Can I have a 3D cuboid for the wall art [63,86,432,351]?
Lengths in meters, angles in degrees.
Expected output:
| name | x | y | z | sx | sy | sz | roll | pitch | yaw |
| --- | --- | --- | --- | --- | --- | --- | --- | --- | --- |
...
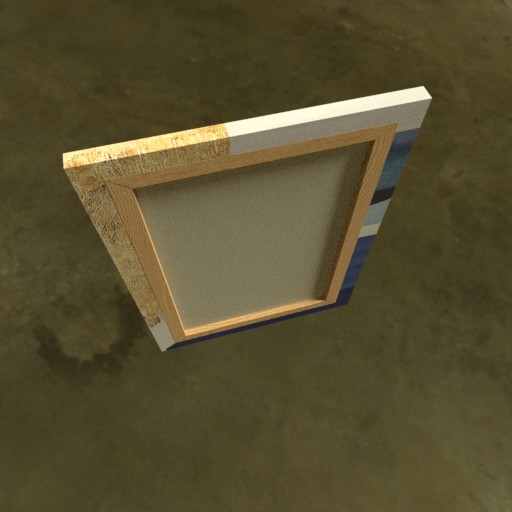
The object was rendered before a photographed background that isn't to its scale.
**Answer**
| name | x | y | z | sx | sy | sz | roll | pitch | yaw |
| --- | --- | --- | --- | --- | --- | --- | --- | --- | --- |
| wall art | 0.000 | 0.000 | 0.801 | 0.458 | 0.613 | 0.026 | -13 | 59 | -8 |
